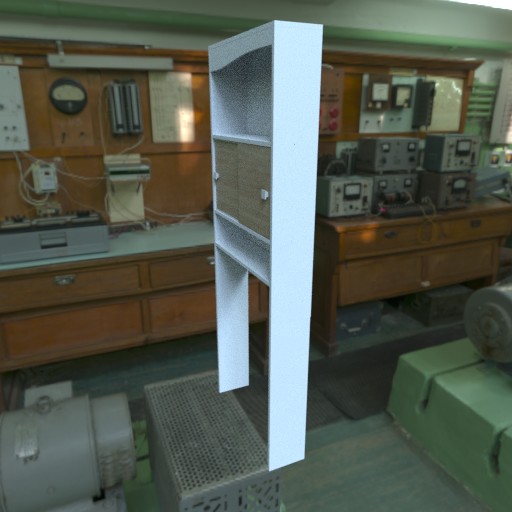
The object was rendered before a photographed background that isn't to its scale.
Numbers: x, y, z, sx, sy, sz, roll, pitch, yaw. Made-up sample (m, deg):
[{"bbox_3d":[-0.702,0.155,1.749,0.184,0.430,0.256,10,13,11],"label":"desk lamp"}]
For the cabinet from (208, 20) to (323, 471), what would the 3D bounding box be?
[{"bbox_3d":[0.000,0.000,1.977,0.192,1.770,0.643,-8,20,-23],"label":"cabinet"}]
